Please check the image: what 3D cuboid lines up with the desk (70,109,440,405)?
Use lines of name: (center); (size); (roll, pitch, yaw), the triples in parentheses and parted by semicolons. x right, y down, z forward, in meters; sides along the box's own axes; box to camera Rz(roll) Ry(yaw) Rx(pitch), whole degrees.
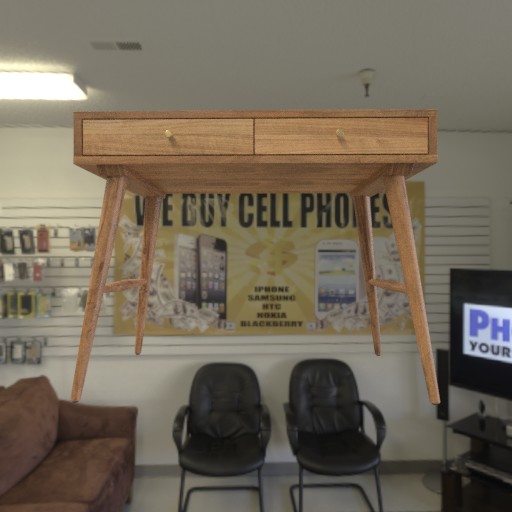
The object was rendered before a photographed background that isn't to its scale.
desk: (0.000, 0.000, 1.419); (0.949, 0.758, 0.588); (0, 0, 1)
